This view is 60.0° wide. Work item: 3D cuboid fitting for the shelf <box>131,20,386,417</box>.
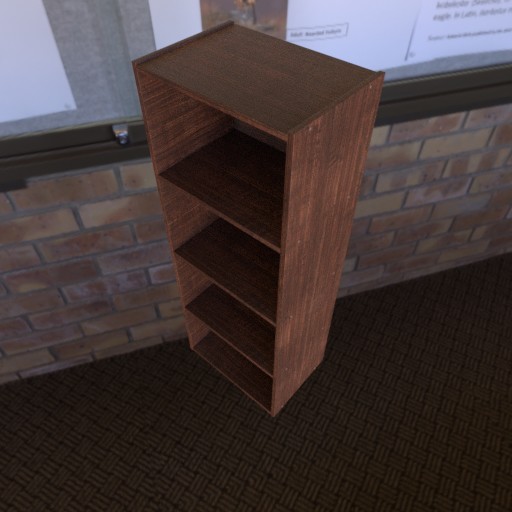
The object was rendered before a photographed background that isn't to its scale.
[{"bbox_3d":[0.000,0.000,1.275,0.415,1.099,0.290,32,55,26],"label":"shelf"}]
